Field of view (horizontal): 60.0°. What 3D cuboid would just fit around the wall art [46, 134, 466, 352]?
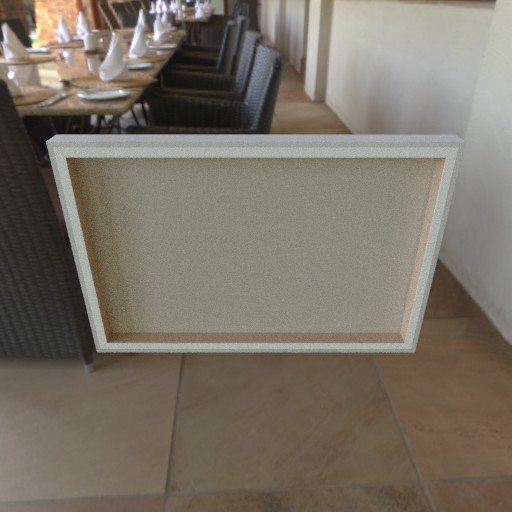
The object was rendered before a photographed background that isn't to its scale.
[{"bbox_3d":[0.000,0.000,0.762,0.609,0.407,0.038,0,31,0],"label":"wall art"}]
